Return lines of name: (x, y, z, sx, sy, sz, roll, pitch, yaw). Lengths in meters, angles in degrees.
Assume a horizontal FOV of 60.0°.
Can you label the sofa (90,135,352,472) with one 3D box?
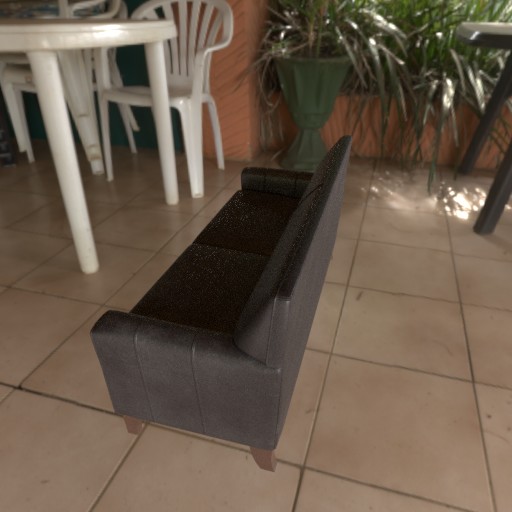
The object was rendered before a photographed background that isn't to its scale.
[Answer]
sofa: (0.000, 0.000, 2.523, 0.805, 0.947, 2.053, 8, 30, 14)
